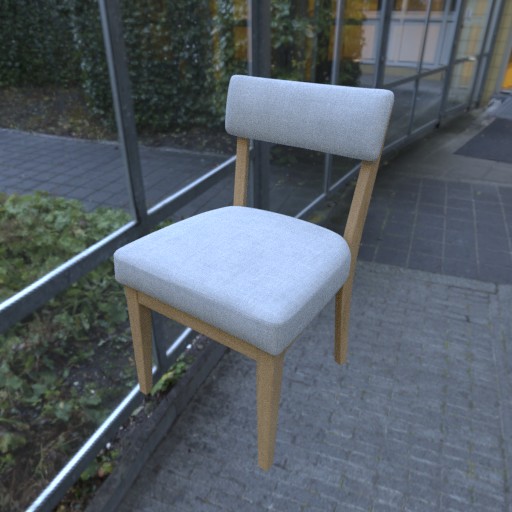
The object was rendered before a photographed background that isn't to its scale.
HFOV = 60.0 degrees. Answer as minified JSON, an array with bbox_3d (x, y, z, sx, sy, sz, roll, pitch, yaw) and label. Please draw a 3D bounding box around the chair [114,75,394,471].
[{"bbox_3d":[0.000,0.000,1.197,0.508,0.832,0.572,19,35,30],"label":"chair"}]
